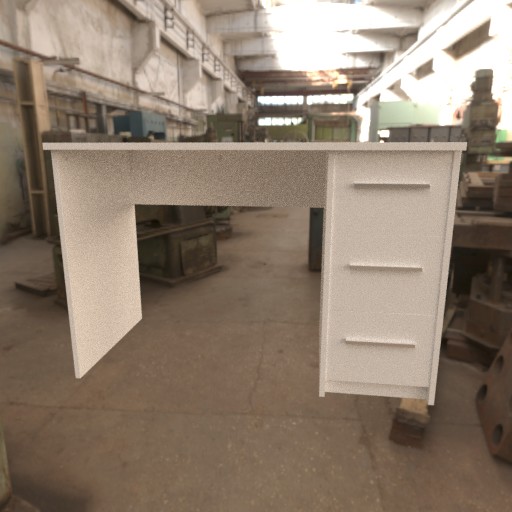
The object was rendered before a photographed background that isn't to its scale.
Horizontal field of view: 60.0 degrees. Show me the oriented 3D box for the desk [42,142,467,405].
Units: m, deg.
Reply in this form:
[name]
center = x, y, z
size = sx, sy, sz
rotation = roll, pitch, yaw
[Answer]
[desk]
center = 0.000, 0.000, 1.490
size = 1.097, 0.735, 0.560
rotation = 2, 14, 8
